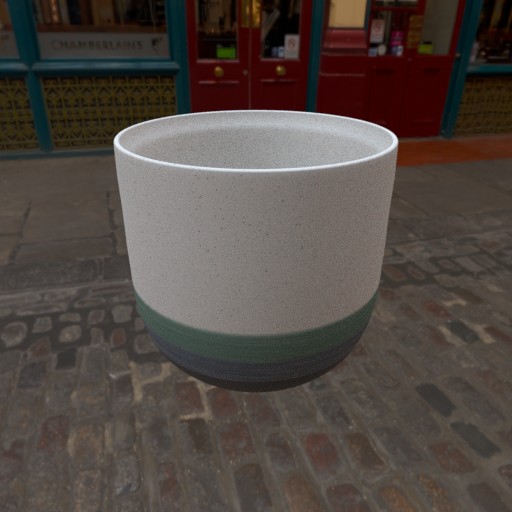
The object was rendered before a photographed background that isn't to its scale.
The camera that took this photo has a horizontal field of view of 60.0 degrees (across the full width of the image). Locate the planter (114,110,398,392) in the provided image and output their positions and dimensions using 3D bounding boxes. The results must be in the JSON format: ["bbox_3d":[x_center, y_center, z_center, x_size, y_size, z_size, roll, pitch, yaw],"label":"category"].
[{"bbox_3d":[0.000,0.000,0.491,0.268,0.270,0.268,0,27,0],"label":"planter"}]
